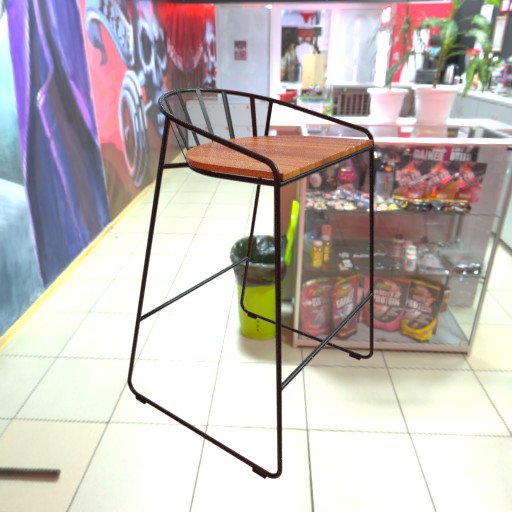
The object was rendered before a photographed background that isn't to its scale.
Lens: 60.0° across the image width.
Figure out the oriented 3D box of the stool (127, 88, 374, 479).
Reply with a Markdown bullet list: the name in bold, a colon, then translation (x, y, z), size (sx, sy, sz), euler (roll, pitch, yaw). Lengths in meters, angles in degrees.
- **stool**: translation (0.000, 0.000, 1.170), size (0.521, 0.812, 0.546), euler (17, 30, 32)
